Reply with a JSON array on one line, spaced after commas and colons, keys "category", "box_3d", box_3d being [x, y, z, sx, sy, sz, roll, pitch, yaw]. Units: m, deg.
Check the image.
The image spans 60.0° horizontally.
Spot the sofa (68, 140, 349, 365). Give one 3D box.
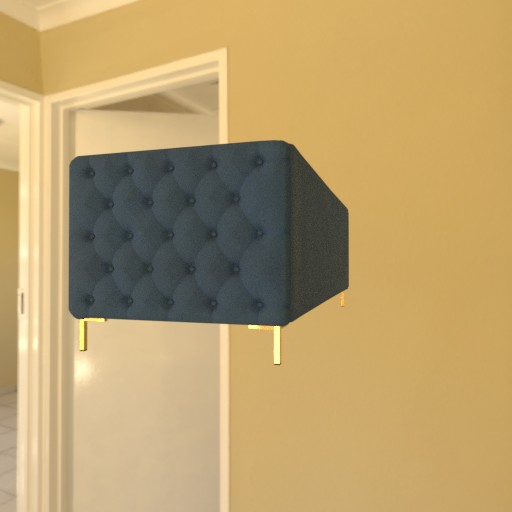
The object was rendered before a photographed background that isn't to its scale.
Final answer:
[{"category": "sofa", "box_3d": [0.000, 0.000, 2.618, 0.895, 0.771, 2.209, 0, -1, 17]}]
